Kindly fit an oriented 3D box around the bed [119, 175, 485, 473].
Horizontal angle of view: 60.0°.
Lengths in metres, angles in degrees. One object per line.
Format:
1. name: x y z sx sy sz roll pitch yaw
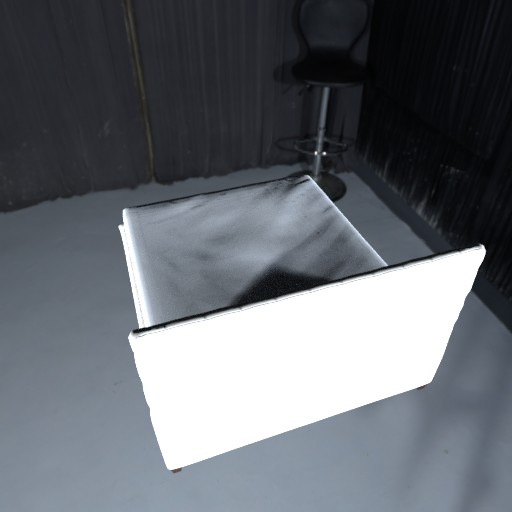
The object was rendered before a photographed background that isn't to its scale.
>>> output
1. bed: 0.000 0.000 3.618 2.078 1.427 2.387 -13 43 -14
